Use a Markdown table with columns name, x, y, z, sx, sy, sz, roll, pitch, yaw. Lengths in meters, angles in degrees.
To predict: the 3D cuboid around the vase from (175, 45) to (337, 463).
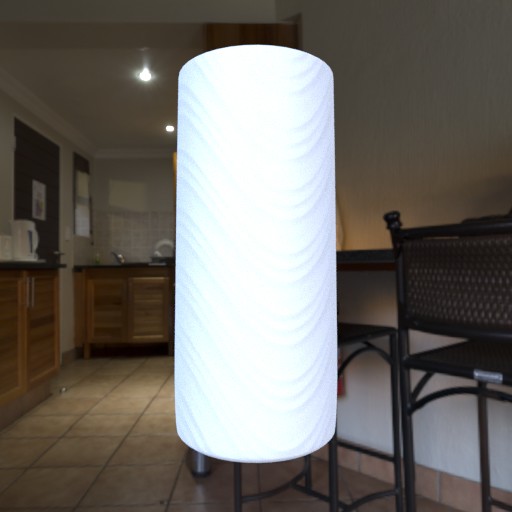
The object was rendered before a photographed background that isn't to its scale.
| name | x | y | z | sx | sy | sz | roll | pitch | yaw |
| --- | --- | --- | --- | --- | --- | --- | --- | --- | --- |
| vase | 0.000 | 0.000 | 0.398 | 0.143 | 0.316 | 0.143 | 0 | -1 | 0 |
